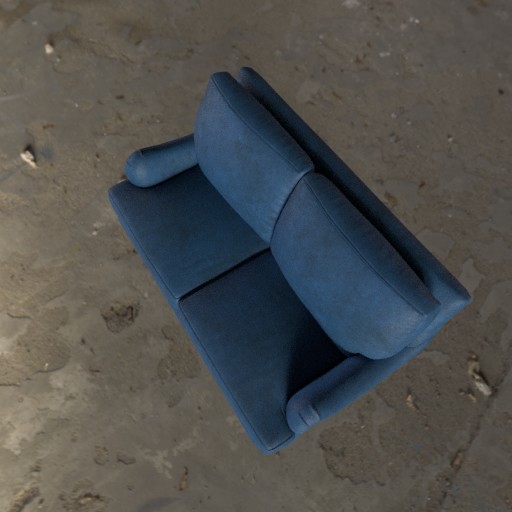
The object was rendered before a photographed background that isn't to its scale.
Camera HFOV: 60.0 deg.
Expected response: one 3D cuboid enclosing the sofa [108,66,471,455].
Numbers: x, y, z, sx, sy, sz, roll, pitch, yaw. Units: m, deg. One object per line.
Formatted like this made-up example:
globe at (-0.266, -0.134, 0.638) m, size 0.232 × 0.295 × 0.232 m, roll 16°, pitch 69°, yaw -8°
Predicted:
sofa at (0.000, 0.000, 2.511) m, size 1.084 × 1.101 × 1.853 m, roll -30°, pitch 66°, yaw -15°
